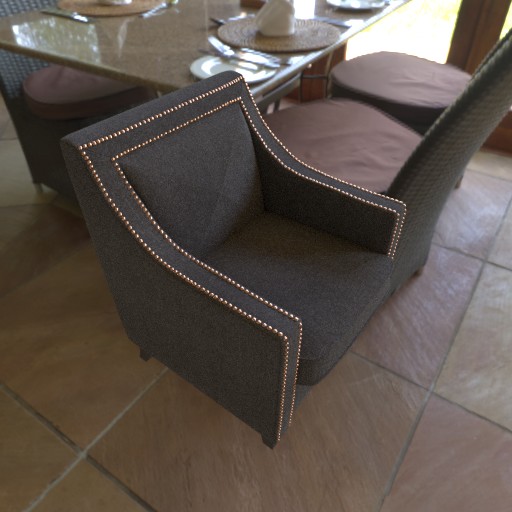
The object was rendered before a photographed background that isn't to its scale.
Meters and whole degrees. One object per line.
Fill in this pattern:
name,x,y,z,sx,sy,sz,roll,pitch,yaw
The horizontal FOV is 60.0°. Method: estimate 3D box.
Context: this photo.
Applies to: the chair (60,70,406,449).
chair,0.000,0.000,1.608,0.884,0.967,0.776,26,47,27
